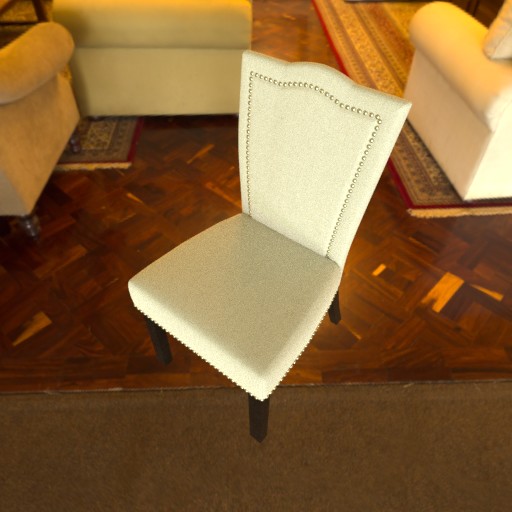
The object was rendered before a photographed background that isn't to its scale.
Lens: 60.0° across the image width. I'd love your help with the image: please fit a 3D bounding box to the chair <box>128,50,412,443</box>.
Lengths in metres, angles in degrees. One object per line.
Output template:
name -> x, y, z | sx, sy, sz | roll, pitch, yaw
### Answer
chair -> 0.000, 0.000, 1.298 | 0.518, 0.946, 0.589 | 30, 53, 26
